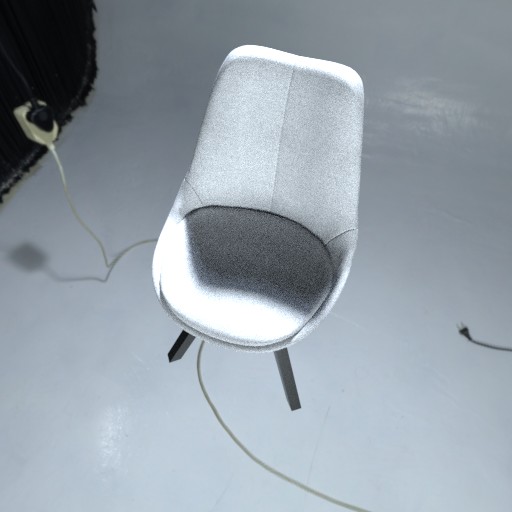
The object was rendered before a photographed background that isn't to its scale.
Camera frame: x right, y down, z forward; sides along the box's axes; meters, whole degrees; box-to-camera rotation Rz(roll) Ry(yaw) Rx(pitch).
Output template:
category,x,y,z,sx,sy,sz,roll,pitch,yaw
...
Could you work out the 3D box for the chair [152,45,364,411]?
category,x,y,z,sx,sy,sz,roll,pitch,yaw
chair,0.000,0.000,1.173,0.485,0.850,0.550,18,59,11
